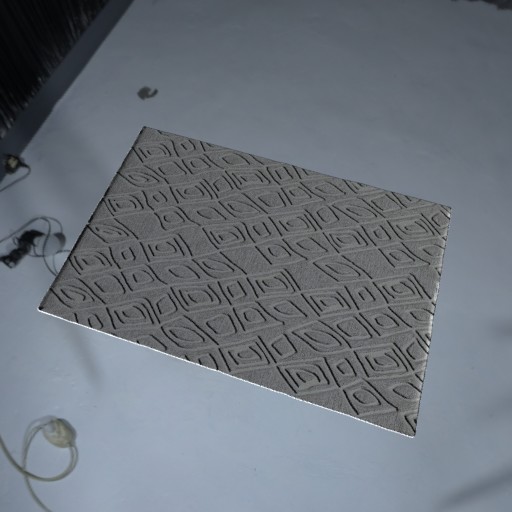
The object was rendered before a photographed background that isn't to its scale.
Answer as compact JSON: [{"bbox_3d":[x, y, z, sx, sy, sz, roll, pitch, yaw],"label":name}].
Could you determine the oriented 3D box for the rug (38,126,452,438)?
[{"bbox_3d":[0.000,0.000,2.268,1.832,0.016,1.224,17,65,8],"label":"rug"}]
